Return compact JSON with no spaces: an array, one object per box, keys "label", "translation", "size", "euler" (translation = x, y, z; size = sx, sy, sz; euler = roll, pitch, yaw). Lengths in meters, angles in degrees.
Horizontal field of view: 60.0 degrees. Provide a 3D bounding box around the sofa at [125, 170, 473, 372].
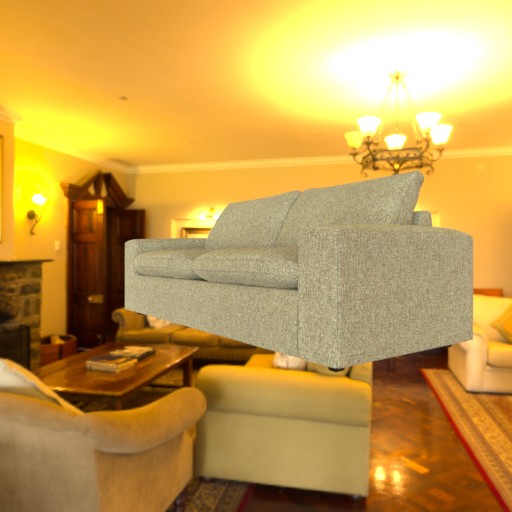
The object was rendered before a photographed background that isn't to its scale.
[{"label":"sofa","translation":[0.000,0.000,2.850],"size":[1.040,0.922,2.299],"euler":[0,0,-36]}]
